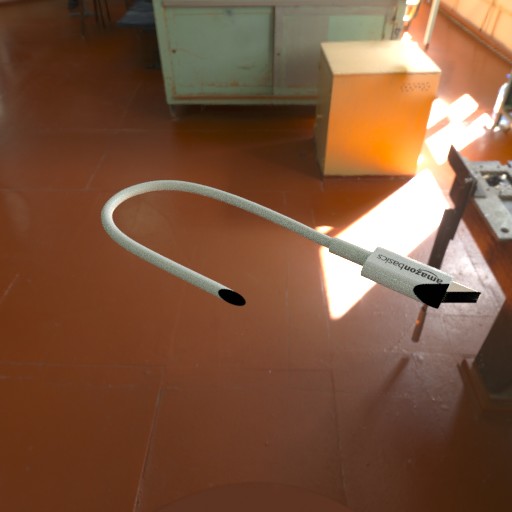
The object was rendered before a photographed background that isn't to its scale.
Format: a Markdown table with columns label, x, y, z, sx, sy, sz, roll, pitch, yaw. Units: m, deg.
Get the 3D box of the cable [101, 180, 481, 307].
| label | x | y | z | sx | sy | sz | roll | pitch | yaw |
| --- | --- | --- | --- | --- | --- | --- | --- | --- | --- |
| cable | 0.000 | 0.000 | 0.111 | 0.098 | 0.005 | 0.041 | 25 | 47 | 26 |
